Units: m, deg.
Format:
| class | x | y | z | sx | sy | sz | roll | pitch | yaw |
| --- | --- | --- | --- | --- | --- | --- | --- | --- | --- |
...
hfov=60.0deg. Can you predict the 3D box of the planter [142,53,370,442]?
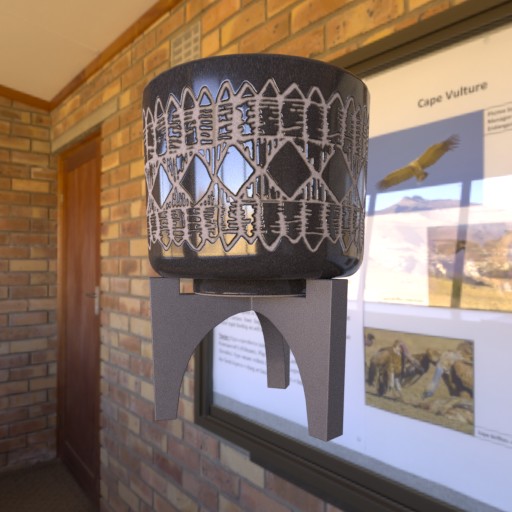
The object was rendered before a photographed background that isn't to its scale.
| class | x | y | z | sx | sy | sz | roll | pitch | yaw |
| --- | --- | --- | --- | --- | --- | --- | --- | --- | --- |
| planter | 0.000 | 0.000 | 0.257 | 0.129 | 0.177 | 0.129 | 0 | -1 | 0 |
